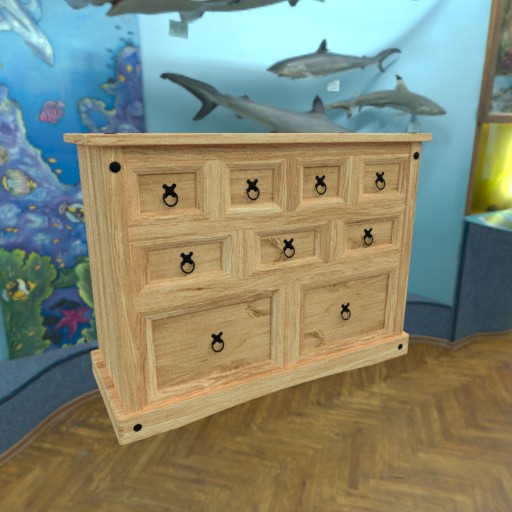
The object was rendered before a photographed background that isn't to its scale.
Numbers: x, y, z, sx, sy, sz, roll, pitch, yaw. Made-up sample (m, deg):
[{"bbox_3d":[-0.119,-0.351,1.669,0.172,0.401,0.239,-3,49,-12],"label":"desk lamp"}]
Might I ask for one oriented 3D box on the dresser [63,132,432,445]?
[{"bbox_3d":[0.000,0.000,1.379,0.990,0.740,0.410,-8,18,-28],"label":"dresser"}]
